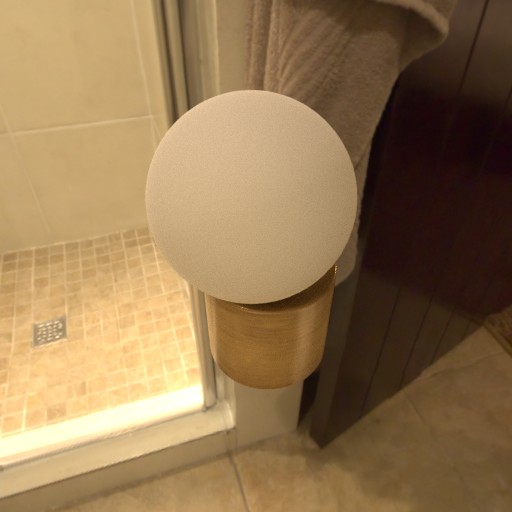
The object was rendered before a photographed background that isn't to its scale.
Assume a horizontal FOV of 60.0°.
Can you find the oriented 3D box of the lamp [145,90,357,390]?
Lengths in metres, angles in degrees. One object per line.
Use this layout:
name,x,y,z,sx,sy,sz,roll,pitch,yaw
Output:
lamp,0.000,0.000,0.343,0.141,0.250,0.152,24,47,25
